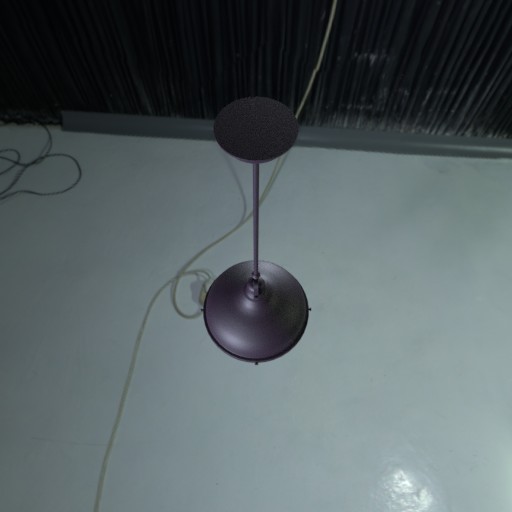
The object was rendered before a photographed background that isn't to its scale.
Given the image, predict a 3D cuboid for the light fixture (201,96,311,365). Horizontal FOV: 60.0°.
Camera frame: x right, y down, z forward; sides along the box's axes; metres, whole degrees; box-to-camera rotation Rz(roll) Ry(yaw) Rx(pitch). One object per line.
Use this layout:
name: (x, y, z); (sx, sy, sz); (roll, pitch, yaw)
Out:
light fixture: (0.000, 0.000, 1.054); (0.341, 0.849, 0.341); (0, 62, 0)
